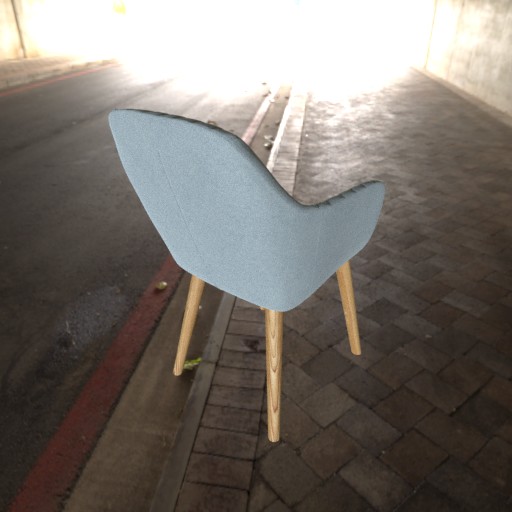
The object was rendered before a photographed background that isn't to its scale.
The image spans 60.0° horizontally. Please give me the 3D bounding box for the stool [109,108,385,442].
[{"bbox_3d":[0.000,0.000,1.200,0.503,0.830,0.590,22,36,34],"label":"stool"}]
